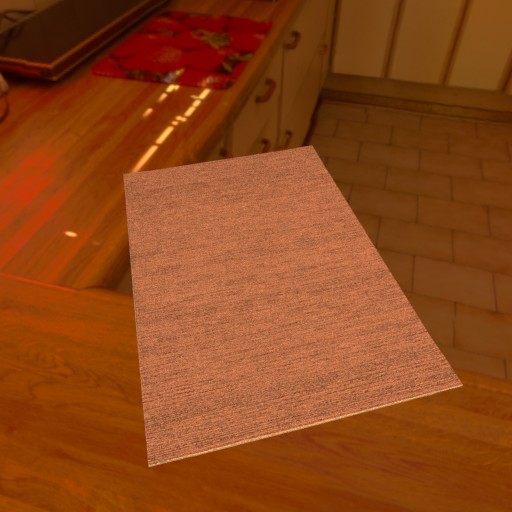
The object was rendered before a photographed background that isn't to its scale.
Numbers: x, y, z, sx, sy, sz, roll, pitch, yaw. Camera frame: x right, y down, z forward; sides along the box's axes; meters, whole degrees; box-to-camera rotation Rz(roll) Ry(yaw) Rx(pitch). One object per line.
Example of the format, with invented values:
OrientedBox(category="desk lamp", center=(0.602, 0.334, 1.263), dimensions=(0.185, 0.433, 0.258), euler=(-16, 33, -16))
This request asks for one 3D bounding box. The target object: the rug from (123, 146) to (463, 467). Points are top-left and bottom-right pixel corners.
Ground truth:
OrientedBox(category="rug", center=(0.000, 0.000, 2.933), dimensions=(1.616, 0.030, 2.338), euler=(-10, 47, -10))
